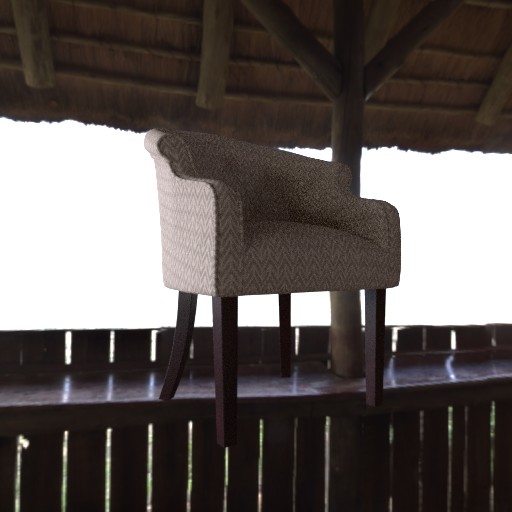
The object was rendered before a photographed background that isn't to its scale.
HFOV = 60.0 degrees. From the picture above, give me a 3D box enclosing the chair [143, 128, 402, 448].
[{"bbox_3d":[0.000,0.000,1.346,0.686,0.858,0.613,0,-1,-34],"label":"chair"}]
